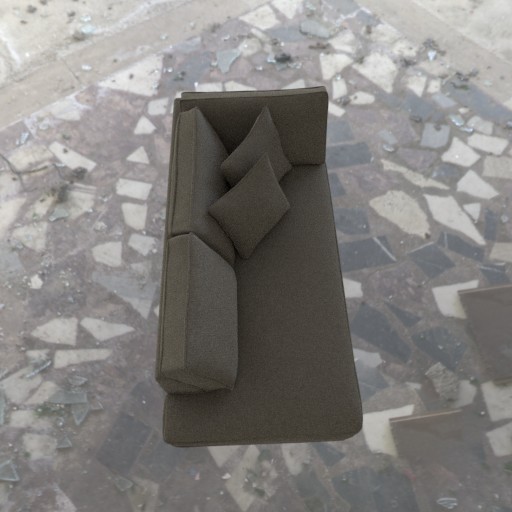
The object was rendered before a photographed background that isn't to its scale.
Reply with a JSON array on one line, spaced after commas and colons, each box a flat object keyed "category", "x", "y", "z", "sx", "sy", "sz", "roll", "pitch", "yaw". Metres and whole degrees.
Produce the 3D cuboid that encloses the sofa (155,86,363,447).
[{"category": "sofa", "x": 0.000, "y": 0.000, "z": 2.878, "sx": 1.110, "sy": 1.033, "sz": 2.237, "roll": -2, "pitch": 63, "yaw": -1}]
